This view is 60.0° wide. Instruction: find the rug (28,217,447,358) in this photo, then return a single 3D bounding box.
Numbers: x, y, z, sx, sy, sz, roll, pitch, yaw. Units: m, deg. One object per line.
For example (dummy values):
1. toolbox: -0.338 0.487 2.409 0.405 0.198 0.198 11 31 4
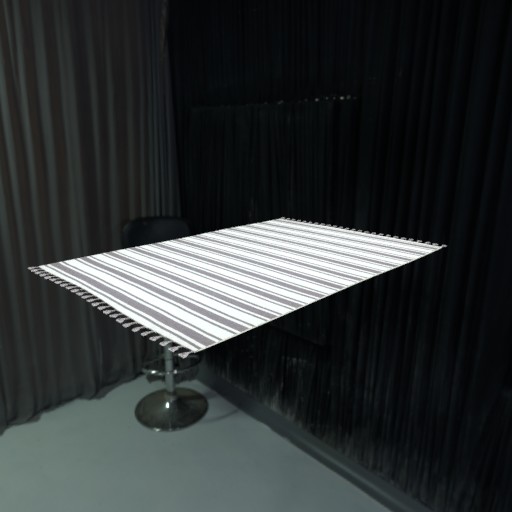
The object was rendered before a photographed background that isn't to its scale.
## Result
1. rug: 0.000 0.000 3.792 2.030 0.017 3.040 15 21 43
